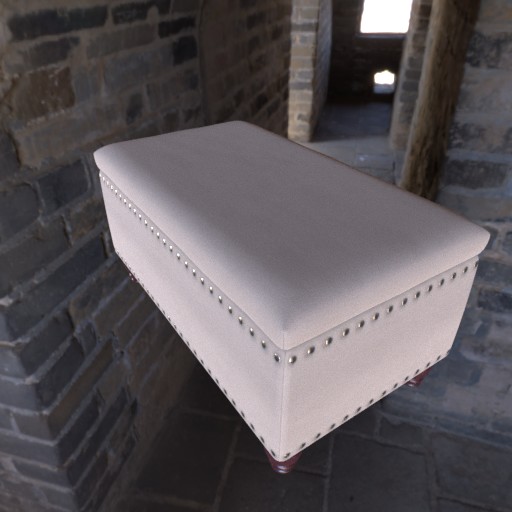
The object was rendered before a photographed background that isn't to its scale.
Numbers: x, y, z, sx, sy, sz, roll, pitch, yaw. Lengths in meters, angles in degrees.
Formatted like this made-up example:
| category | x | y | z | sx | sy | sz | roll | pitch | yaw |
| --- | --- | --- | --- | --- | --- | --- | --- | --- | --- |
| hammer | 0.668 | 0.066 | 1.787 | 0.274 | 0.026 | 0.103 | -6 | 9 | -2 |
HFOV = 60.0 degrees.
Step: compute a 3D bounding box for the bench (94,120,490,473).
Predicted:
| category | x | y | z | sx | sy | sz | roll | pitch | yaw |
| --- | --- | --- | --- | --- | --- | --- | --- | --- | --- |
| bench | 0.000 | 0.000 | 1.144 | 0.500 | 0.449 | 0.887 | -20 | 38 | -28 |
